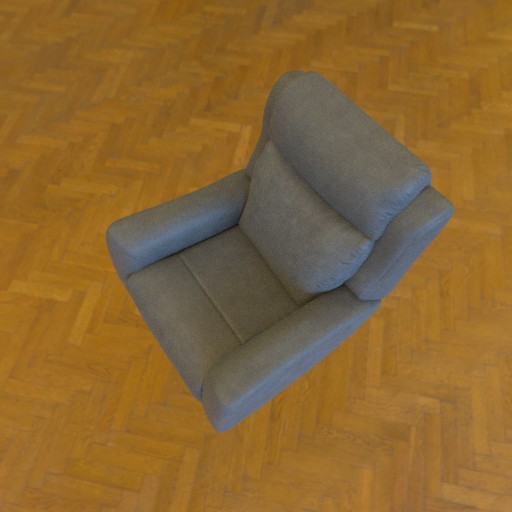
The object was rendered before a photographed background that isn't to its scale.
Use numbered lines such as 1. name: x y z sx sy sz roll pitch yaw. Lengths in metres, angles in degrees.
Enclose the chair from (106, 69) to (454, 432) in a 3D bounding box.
1. chair: 0.000 0.000 1.903 1.068 1.116 0.967 -32 66 -16
